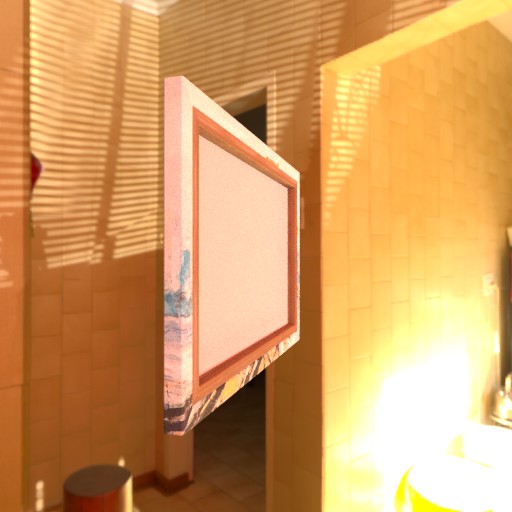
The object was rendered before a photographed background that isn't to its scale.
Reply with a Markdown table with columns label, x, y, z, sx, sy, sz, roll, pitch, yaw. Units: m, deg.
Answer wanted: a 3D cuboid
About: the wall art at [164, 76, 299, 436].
| label | x | y | z | sx | sy | sz | roll | pitch | yaw |
| --- | --- | --- | --- | --- | --- | --- | --- | --- | --- |
| wall art | 0.000 | 0.000 | 1.185 | 0.038 | 0.609 | 0.913 | 0 | 0 | 18 |
